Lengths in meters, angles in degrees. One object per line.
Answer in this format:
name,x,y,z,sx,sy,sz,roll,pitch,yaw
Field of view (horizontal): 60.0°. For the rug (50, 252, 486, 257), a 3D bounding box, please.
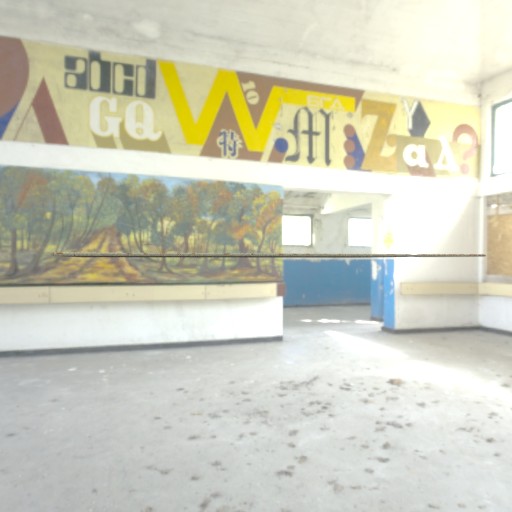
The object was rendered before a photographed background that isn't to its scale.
rug,0.000,0.000,2.333,1.829,0.011,1.219,0,0,-18
